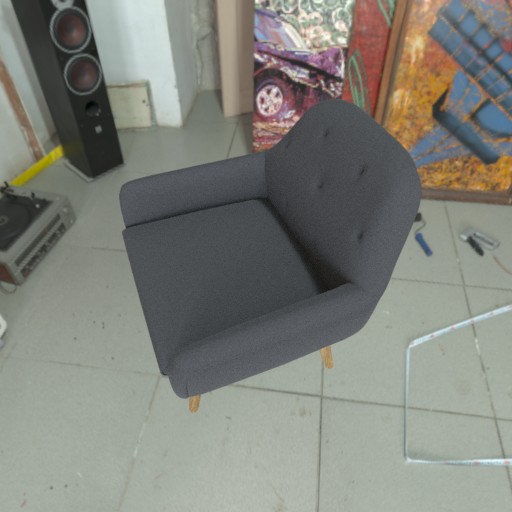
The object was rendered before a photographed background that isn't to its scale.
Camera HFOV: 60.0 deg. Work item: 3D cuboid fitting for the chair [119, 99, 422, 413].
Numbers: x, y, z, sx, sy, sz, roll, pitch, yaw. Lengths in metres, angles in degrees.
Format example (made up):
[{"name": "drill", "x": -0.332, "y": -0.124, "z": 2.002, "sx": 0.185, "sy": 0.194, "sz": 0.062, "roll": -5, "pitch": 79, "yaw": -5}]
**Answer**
[{"name": "chair", "x": 0.000, "y": 0.000, "z": 1.448, "sx": 0.779, "sy": 0.800, "sz": 0.770, "roll": -16, "pitch": 49, "yaw": -15}]
